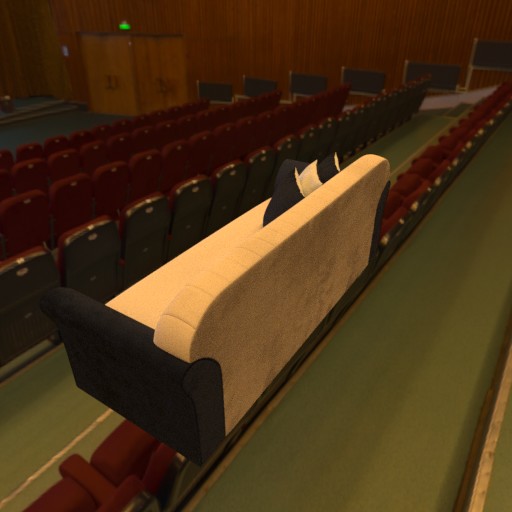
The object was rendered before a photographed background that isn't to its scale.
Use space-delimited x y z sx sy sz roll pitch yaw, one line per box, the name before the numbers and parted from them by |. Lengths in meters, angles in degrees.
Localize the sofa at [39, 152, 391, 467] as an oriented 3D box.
sofa | 0.000 0.000 2.377 0.749 0.789 2.006 19 36 28
